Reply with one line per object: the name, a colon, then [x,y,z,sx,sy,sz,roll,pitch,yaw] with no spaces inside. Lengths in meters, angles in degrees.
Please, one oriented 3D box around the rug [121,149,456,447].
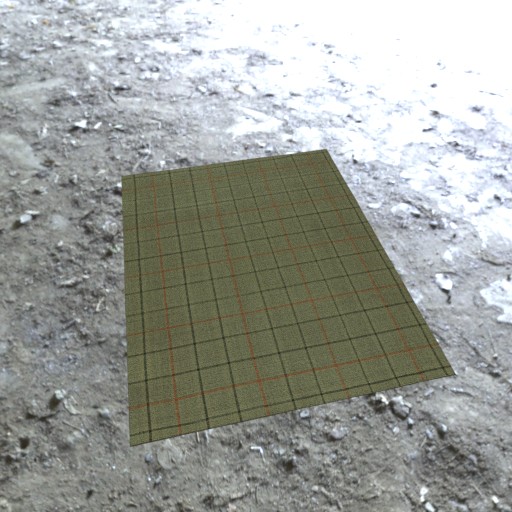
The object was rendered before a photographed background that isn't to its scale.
rug: [0.000,0.000,4.192,2.444,0.012,3.048,-9,48,-8]
